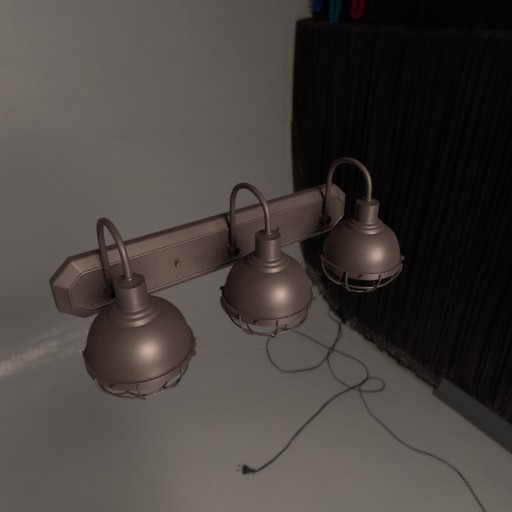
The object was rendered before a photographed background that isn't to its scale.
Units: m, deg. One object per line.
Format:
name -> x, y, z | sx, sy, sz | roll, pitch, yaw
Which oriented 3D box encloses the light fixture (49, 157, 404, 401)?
light fixture -> 0.000, 0.000, 0.776 | 0.634, 0.254, 0.229 | -20, 35, -30
